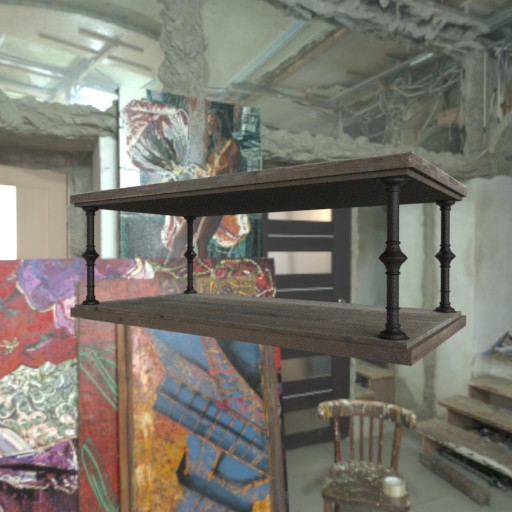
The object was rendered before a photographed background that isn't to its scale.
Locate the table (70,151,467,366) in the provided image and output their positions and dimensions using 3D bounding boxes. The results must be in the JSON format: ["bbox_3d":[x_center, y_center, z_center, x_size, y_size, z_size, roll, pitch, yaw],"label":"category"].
[{"bbox_3d":[0.000,0.000,1.358,1.088,0.399,0.554,0,1,35],"label":"table"}]
